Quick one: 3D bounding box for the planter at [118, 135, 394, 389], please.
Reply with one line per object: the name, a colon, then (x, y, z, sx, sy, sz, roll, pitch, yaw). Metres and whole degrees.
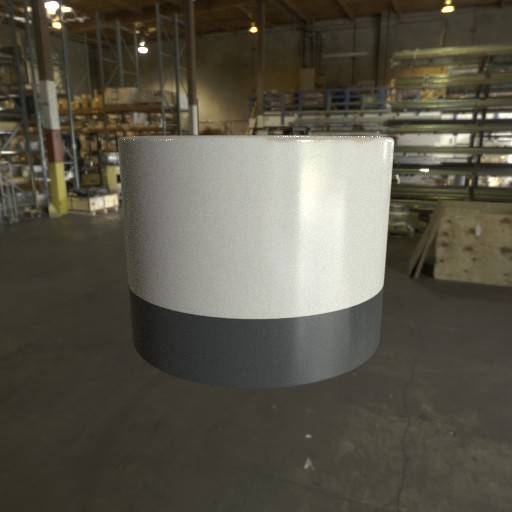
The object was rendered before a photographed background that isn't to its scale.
planter: (0.000, 0.000, 0.344, 0.193, 0.177, 0.193, 0, 14, 0)
